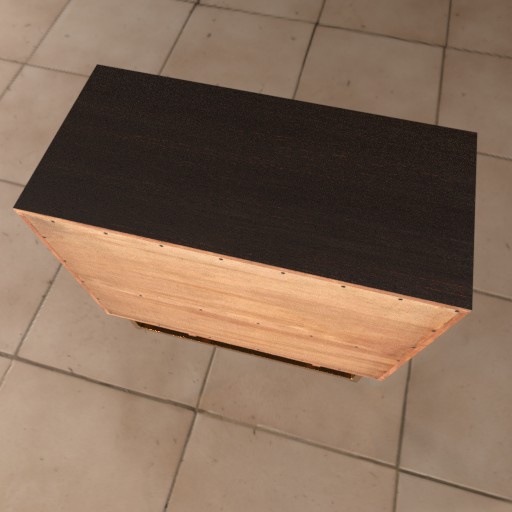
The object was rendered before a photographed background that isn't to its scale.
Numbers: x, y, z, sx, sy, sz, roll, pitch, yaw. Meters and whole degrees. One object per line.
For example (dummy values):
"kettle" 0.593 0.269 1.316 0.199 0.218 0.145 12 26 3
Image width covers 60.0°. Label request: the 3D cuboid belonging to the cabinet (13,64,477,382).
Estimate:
"cabinet" 0.000 0.000 1.368 0.950 0.860 0.451 12 64 6
